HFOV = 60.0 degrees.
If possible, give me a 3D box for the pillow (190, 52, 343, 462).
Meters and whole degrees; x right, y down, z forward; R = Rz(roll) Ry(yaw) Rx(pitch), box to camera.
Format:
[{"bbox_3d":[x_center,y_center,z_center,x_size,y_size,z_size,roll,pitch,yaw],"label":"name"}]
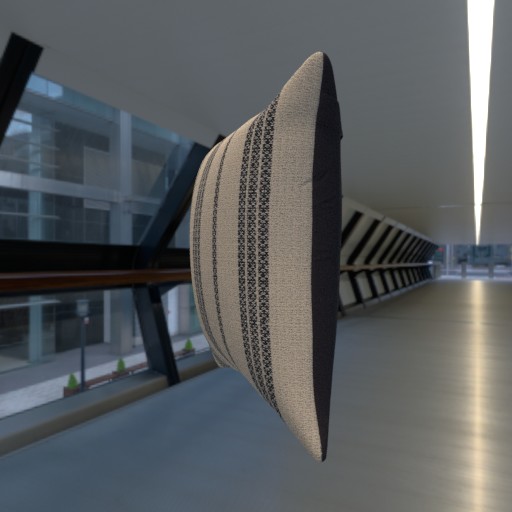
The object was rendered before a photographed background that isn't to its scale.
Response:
[{"bbox_3d":[0.000,0.000,0.625,0.173,0.406,0.405,0,0,-19],"label":"pillow"}]
